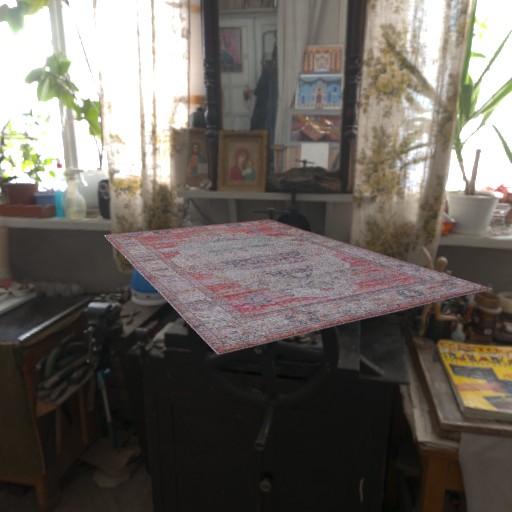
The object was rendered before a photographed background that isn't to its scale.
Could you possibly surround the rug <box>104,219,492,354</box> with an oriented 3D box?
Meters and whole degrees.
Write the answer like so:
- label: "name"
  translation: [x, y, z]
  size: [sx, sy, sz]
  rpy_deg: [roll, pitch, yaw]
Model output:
- label: "rug"
  translation: [0.000, 0.000, 2.317]
  size: [1.219, 0.006, 1.829]
  rpy_deg: [-8, 17, -27]
